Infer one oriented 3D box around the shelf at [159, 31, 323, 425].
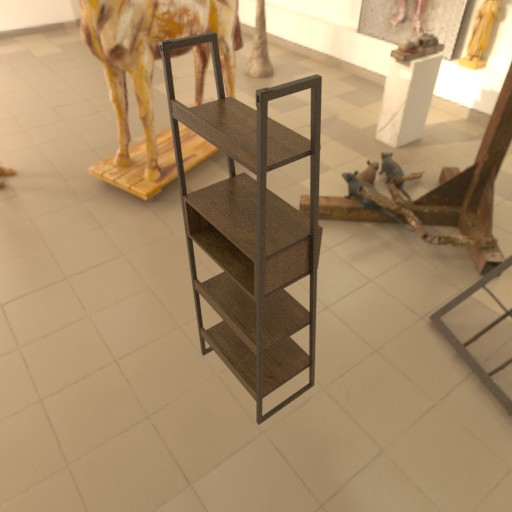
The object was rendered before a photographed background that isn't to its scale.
[{"bbox_3d":[0.000,0.000,2.285,0.454,2.005,0.652,-26,48,-27],"label":"shelf"}]
